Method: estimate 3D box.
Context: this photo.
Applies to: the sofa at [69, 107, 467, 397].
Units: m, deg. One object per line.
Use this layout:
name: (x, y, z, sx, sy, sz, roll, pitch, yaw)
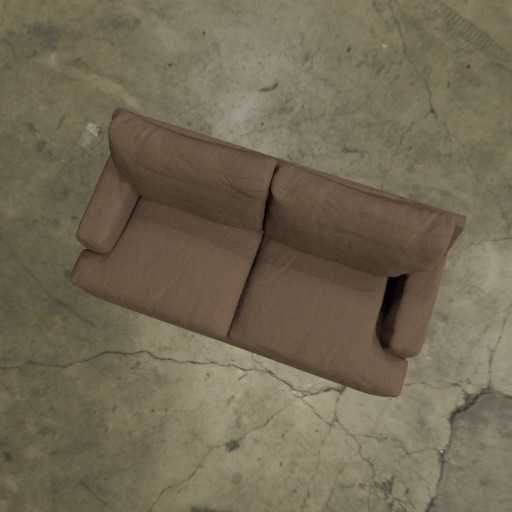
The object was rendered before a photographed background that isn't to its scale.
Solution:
sofa: (0.000, 0.000, 2.840, 2.274, 0.950, 1.140, 19, 76, 5)
